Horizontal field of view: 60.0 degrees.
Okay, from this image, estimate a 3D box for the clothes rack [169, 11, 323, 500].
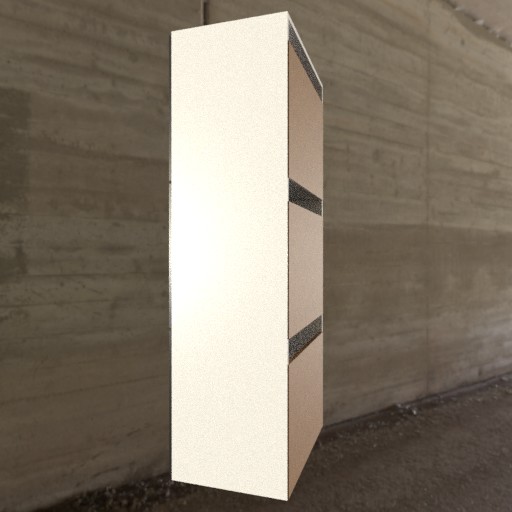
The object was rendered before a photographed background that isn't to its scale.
[{"bbox_3d":[0.000,0.000,1.363,0.330,1.187,0.500,0,0,18],"label":"clothes rack"}]
